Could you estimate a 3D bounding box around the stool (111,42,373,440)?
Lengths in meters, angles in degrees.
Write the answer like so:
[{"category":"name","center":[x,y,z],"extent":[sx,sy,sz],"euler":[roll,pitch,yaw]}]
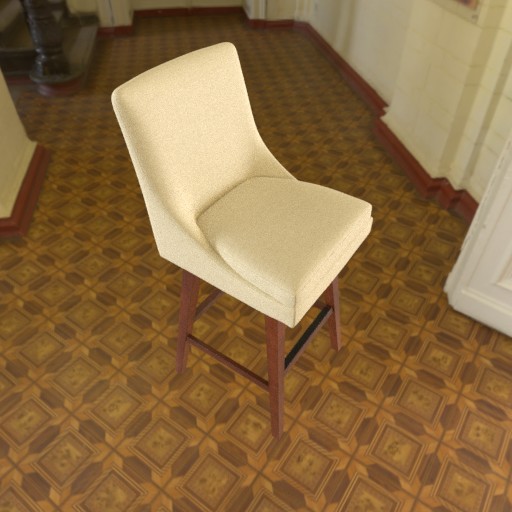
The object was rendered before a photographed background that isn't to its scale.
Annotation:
[{"category":"stool","center":[0.000,0.000,1.400],"extent":[0.559,1.097,0.470],"euler":[25,48,25]}]
